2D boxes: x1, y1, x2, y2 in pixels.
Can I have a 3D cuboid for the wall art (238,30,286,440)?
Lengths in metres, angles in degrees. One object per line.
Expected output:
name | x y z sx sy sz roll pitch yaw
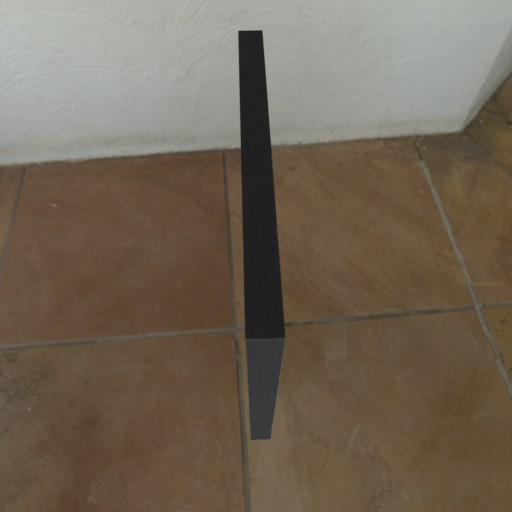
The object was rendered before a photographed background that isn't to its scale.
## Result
wall art | 0.000 0.000 0.767 0.038 0.508 0.508 -2 58 -1
